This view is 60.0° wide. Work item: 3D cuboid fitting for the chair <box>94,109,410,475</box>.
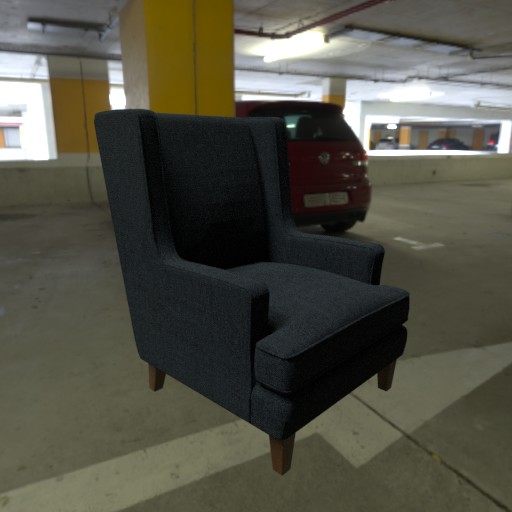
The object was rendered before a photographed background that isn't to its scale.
[{"bbox_3d":[0.000,0.000,1.709,0.947,1.072,0.764,13,19,42],"label":"chair"}]
